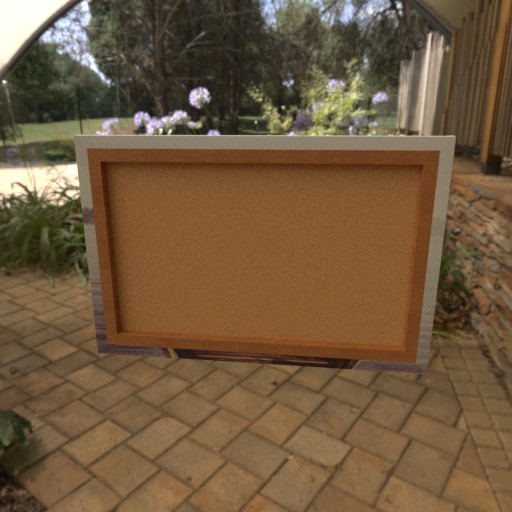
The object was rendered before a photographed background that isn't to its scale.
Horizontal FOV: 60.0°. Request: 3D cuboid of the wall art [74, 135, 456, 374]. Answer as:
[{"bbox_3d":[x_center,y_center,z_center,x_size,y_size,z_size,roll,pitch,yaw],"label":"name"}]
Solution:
[{"bbox_3d":[0.000,0.000,1.158,0.916,0.609,0.037,2,16,7],"label":"wall art"}]
